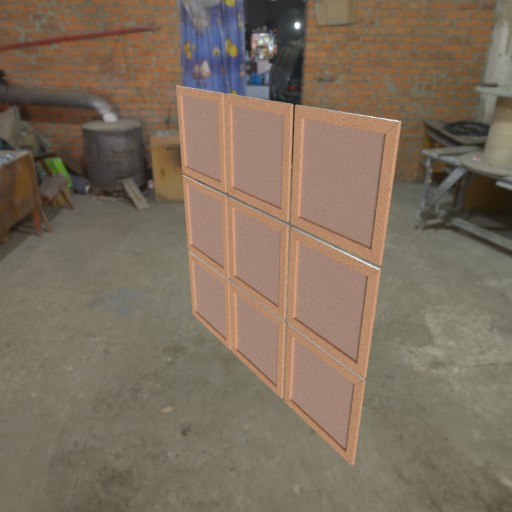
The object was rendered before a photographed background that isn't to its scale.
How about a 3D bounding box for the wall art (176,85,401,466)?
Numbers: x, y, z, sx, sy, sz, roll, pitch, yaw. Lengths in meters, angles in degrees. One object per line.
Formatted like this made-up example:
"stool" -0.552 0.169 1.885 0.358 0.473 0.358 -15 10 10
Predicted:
"wall art" 0.000 0.000 2.237 0.014 1.507 1.519 -17 31 -31
